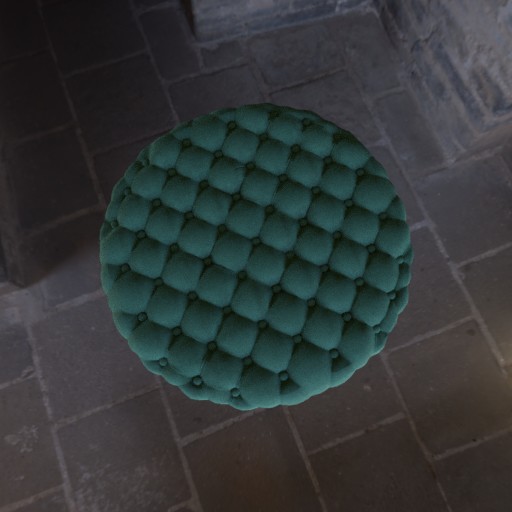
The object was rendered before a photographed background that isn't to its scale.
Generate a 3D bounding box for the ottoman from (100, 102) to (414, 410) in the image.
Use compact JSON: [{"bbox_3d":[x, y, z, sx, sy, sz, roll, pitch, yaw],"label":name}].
[{"bbox_3d":[0.000,0.000,1.536,0.998,0.399,0.998,0,76,0],"label":"ottoman"}]
